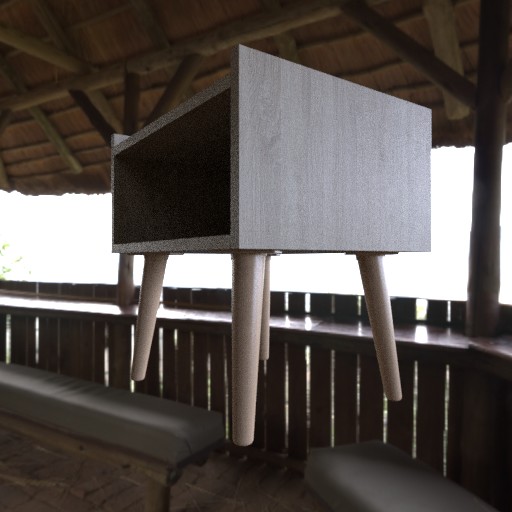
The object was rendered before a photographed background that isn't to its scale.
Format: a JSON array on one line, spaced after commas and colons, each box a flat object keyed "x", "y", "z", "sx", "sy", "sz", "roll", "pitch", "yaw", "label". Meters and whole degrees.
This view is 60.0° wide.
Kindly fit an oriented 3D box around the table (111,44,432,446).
[{"x": 0.000, "y": 0.000, "z": 0.785, "sx": 0.370, "sy": 0.470, "sz": 0.450, "roll": 0, "pitch": -1, "yaw": -36, "label": "table"}]
